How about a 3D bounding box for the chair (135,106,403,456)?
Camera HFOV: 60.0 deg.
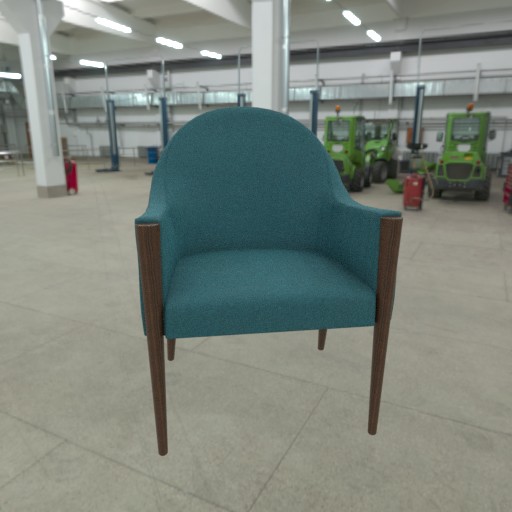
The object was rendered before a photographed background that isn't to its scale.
[{"bbox_3d":[0.000,0.000,1.364,0.656,0.907,0.652,-2,16,-8],"label":"chair"}]
